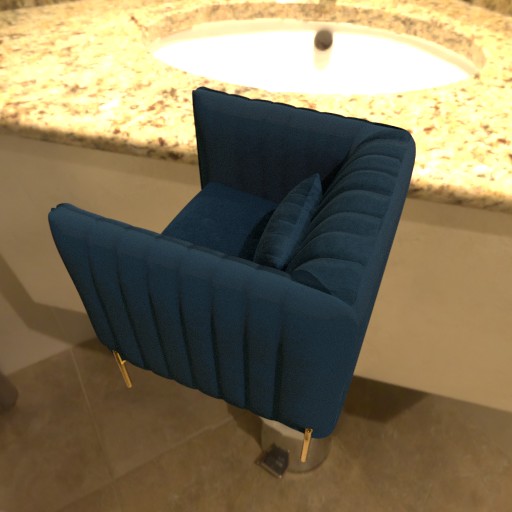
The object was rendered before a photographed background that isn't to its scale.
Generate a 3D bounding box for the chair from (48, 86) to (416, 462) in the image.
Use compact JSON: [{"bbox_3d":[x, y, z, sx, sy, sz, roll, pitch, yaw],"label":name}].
[{"bbox_3d":[0.000,0.000,1.588,0.877,0.793,0.947,17,47,16],"label":"chair"}]
